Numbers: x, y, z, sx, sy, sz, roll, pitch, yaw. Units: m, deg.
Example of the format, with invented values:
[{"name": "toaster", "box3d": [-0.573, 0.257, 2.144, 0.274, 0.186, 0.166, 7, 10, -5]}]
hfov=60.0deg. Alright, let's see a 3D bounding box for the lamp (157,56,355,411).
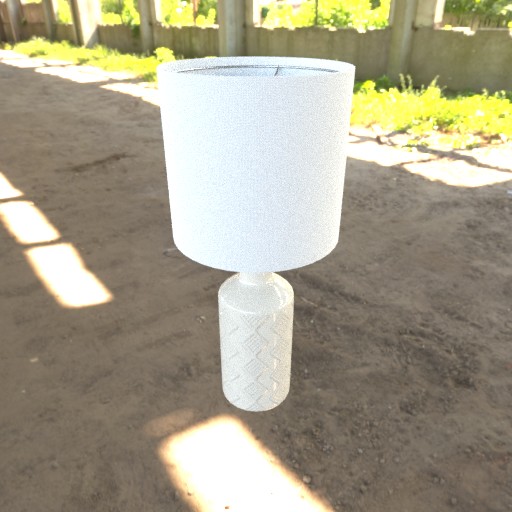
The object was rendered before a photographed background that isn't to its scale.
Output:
[{"name": "lamp", "box3d": [0.000, 0.000, 0.579, 0.207, 0.461, 0.207, 8, 30, 15]}]
